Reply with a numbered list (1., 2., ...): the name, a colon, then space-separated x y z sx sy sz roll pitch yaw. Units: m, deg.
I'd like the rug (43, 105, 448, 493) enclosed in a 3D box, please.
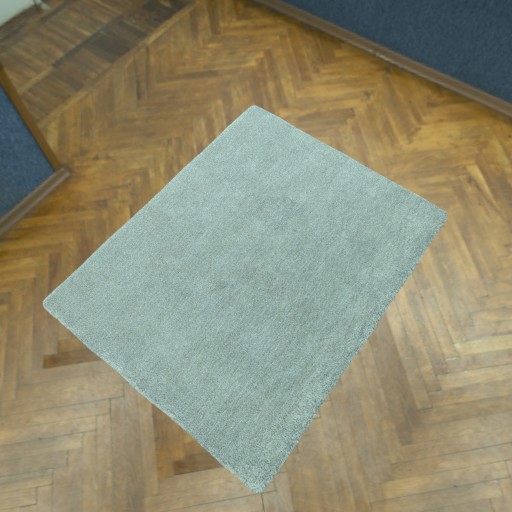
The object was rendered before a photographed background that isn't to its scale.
1. rug: 0.000 0.000 3.899 2.332 0.027 2.933 34 67 16
